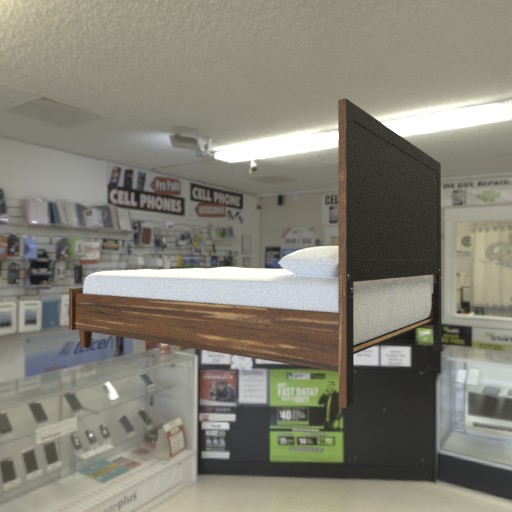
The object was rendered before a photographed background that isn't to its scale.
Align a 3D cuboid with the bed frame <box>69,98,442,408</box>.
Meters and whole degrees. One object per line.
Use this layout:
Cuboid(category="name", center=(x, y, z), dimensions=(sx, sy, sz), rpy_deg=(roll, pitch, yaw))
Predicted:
Cuboid(category="bed frame", center=(0.000, 0.000, 3.377), dimensions=(2.276, 1.417, 1.696), rpy_deg=(0, -1, 36))
